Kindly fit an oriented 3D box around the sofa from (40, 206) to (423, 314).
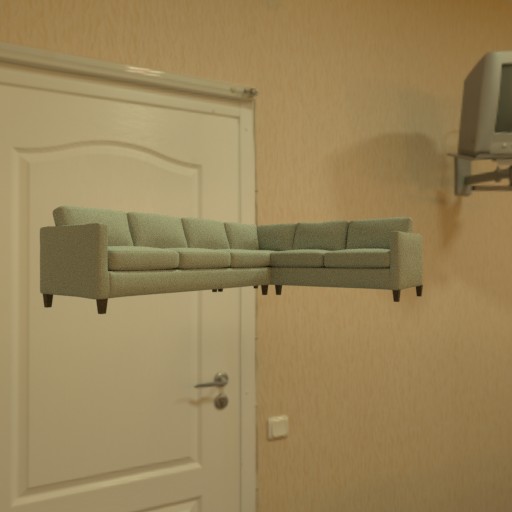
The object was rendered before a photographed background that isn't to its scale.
[{"bbox_3d":[0.000,0.000,4.597,2.522,0.934,3.333,0,0,36],"label":"sofa"}]
